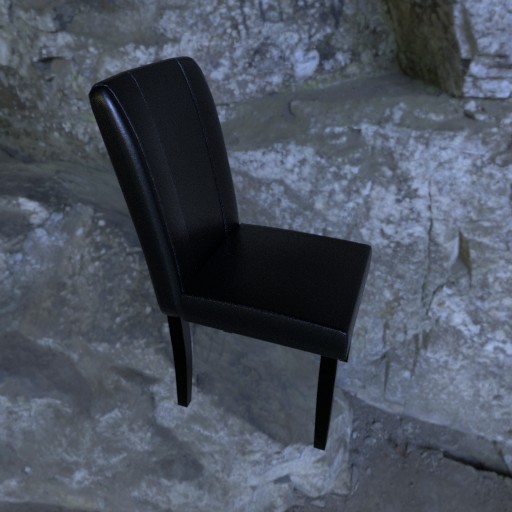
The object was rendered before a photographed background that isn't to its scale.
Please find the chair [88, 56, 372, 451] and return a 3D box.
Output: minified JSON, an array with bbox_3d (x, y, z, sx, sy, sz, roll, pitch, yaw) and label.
[{"bbox_3d":[0.000,0.000,1.151,0.556,0.897,0.399,11,34,17],"label":"chair"}]
